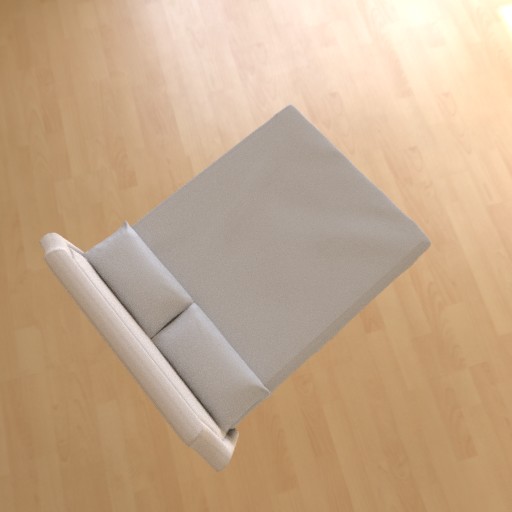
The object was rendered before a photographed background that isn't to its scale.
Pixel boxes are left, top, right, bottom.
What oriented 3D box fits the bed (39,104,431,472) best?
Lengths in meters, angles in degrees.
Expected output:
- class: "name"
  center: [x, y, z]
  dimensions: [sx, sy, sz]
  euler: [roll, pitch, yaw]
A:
- class: "bed"
  center: [0.000, 0.000, 3.264]
  dimensions: [2.164, 1.297, 1.828]
  euler: [-40, 78, -10]
